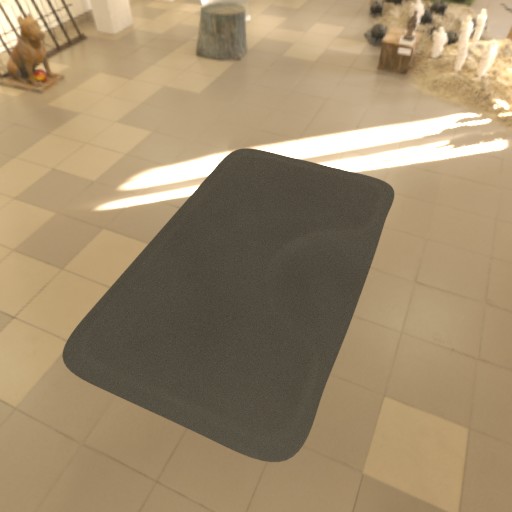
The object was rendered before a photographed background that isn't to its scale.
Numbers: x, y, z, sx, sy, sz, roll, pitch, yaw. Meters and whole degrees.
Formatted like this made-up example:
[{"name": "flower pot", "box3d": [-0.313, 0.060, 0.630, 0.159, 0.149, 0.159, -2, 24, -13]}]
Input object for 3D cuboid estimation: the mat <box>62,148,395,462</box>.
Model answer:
[{"name": "mat", "box3d": [0.000, 0.000, 1.880, 0.918, 0.013, 1.524, 18, 48, 16]}]
